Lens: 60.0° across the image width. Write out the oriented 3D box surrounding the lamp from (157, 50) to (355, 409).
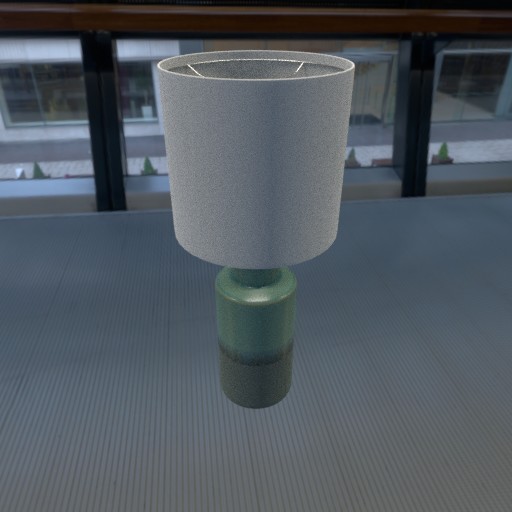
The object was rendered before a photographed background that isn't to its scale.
[{"bbox_3d":[0.000,0.000,0.610,0.212,0.493,0.212,21,37,30],"label":"lamp"}]
